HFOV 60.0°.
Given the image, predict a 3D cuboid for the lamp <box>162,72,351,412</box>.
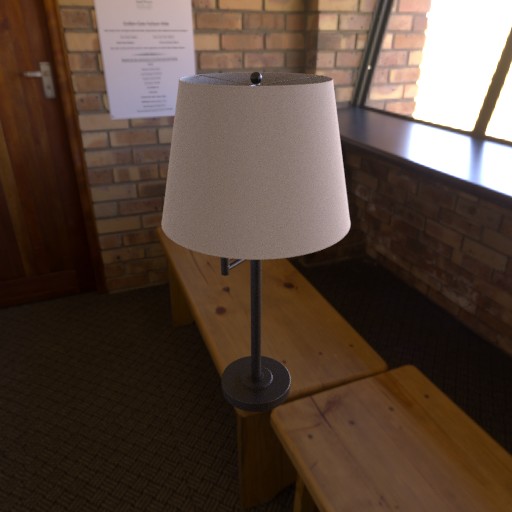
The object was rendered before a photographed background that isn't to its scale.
[{"bbox_3d":[0.000,0.000,0.904,0.363,0.696,0.363,0,26,0],"label":"lamp"}]
